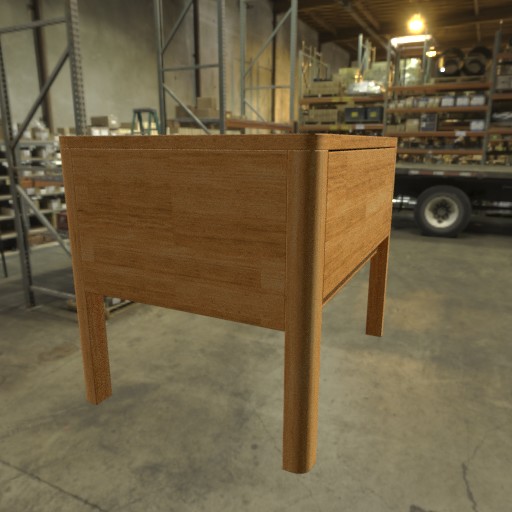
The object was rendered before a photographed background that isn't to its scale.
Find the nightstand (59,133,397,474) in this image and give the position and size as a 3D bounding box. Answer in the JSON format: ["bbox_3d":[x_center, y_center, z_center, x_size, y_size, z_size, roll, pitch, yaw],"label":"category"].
[{"bbox_3d":[0.000,0.000,0.907,0.440,0.470,0.560,7,16,26],"label":"nightstand"}]
